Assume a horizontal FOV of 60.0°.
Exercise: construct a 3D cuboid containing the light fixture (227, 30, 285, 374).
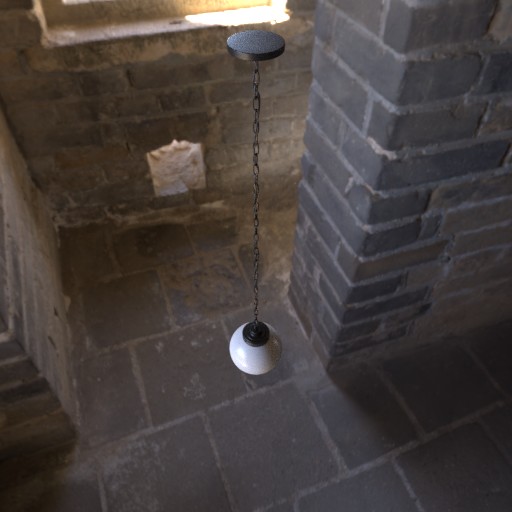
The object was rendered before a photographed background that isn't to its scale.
[{"bbox_3d":[0.000,0.000,1.993,0.304,1.867,0.305,16,49,14],"label":"light fixture"}]
